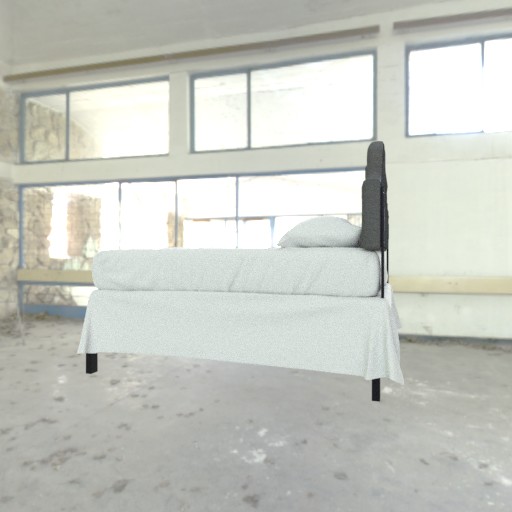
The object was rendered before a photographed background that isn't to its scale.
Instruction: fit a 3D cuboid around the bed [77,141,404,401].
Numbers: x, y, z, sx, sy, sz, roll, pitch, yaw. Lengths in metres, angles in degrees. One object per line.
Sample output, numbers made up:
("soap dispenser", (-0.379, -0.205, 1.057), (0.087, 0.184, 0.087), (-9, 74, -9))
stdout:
("bed", (0.000, 0.000, 3.517), (2.222, 1.634, 1.780), (0, 0, 18))
